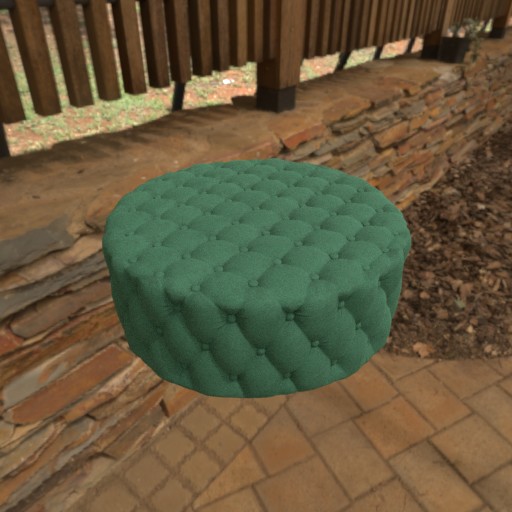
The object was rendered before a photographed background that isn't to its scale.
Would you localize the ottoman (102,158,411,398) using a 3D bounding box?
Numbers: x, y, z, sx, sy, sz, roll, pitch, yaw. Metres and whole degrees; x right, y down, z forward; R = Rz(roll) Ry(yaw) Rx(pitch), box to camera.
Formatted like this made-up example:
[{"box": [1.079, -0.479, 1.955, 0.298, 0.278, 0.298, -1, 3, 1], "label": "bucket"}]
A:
[{"box": [0.000, 0.000, 1.551, 0.998, 0.399, 0.998, 0, 33, 0], "label": "ottoman"}]
